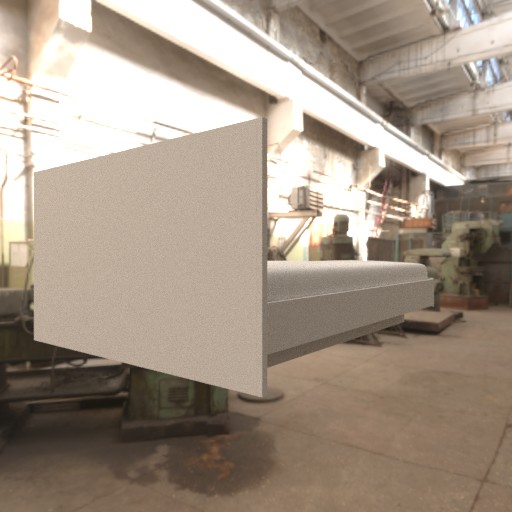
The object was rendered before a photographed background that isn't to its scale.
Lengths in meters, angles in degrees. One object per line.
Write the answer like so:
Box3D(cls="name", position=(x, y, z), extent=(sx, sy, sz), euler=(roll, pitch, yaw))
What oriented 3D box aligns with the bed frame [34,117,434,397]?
Box3D(cls="bed frame", position=(0.000, 0.000, 2.932), extent=(1.711, 1.001, 2.100), euler=(0, 0, 38))
